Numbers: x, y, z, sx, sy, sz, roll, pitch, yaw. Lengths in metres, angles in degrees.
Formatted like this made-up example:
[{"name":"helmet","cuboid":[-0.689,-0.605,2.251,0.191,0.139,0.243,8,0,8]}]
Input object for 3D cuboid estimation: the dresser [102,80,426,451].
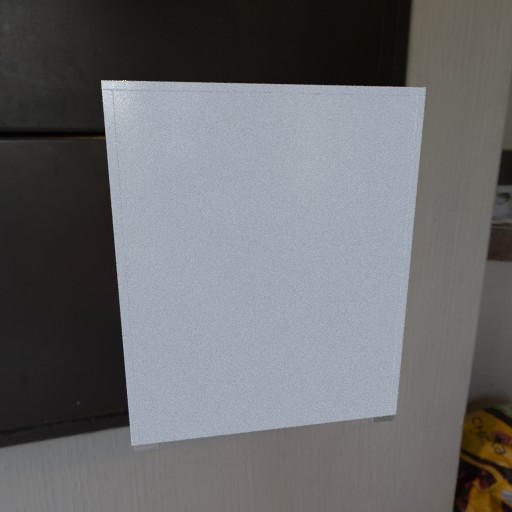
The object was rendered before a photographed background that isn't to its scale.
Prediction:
[{"name":"dresser","cuboid":[0.000,0.000,1.161,0.650,0.800,0.400,-3,15,-10]}]
